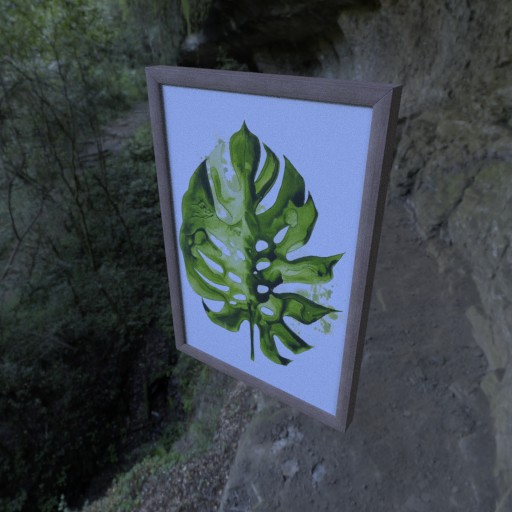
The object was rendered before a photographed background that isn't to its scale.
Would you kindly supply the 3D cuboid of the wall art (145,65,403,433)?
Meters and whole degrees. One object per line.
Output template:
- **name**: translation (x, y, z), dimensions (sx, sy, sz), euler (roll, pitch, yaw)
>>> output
- **wall art**: translation (0.000, 0.000, 0.667), dimensions (0.356, 0.509, 0.031), euler (18, 33, 30)
